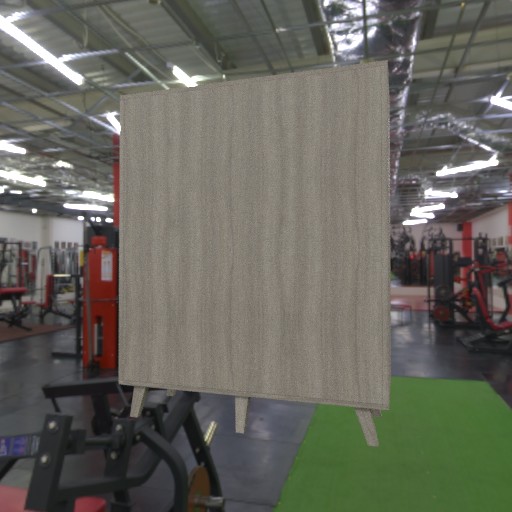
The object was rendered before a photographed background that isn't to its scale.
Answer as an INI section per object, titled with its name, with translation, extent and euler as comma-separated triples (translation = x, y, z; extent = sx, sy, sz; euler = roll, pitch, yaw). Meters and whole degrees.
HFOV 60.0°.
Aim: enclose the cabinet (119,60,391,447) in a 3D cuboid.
[cabinet]
translation = 0.000, 0.000, 1.927
extent = 1.111, 1.388, 0.398
euler = 0, -1, 18
